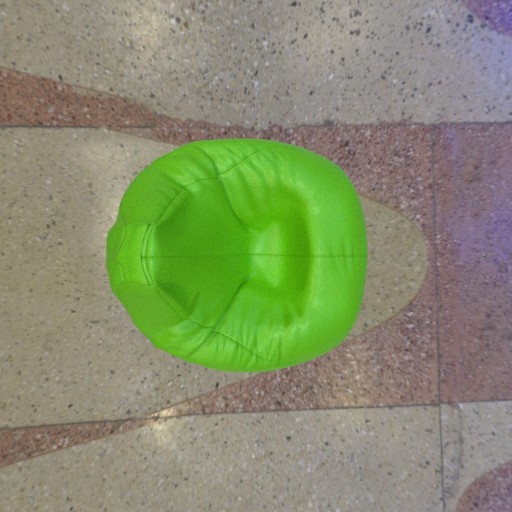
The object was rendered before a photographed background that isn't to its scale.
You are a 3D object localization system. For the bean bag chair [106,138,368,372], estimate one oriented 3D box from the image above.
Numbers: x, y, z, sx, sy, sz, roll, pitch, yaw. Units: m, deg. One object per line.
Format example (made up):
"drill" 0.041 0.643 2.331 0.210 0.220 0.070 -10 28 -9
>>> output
"bean bag chair" 0.000 0.000 1.897 1.070 0.990 1.070 0 90 0
